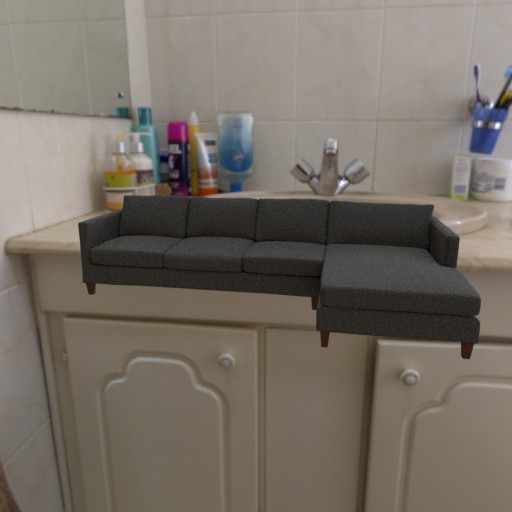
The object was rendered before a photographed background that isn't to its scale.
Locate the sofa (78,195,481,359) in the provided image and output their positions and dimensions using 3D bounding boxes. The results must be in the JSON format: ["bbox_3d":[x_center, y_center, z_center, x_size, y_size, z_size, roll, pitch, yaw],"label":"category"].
[{"bbox_3d":[0.000,0.000,3.786,3.186,0.846,1.625,3,15,10],"label":"sofa"}]
